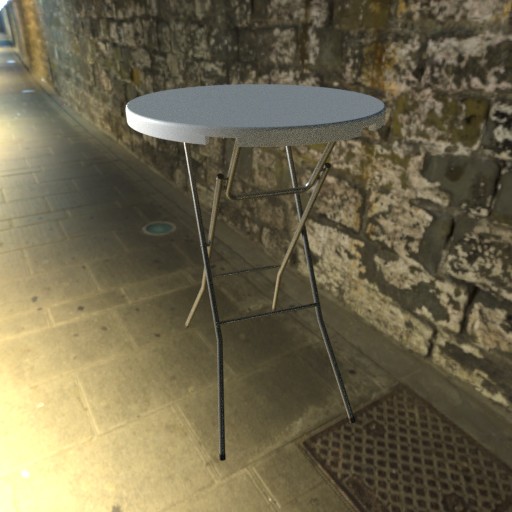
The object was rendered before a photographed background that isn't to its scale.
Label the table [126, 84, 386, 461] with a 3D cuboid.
[{"bbox_3d":[0.000,0.000,1.648,0.792,1.105,0.795,-9,29,-16],"label":"table"}]
